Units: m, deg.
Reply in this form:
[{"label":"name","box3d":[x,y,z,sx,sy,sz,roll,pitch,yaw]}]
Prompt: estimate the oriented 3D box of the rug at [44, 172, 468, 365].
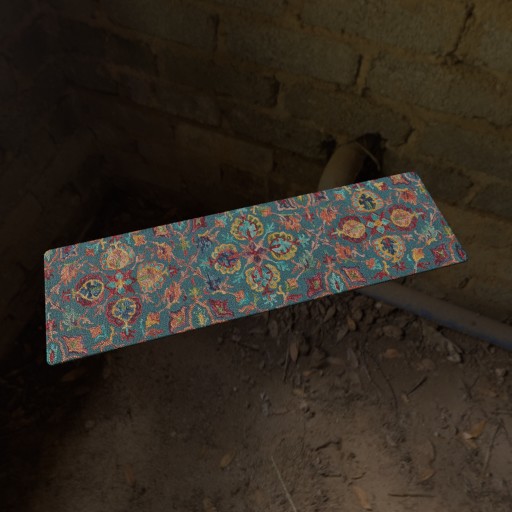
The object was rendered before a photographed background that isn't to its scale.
[{"label":"rug","box3d":[0.000,0.000,2.482,2.286,0.013,0.686,-13,59,-8]}]
